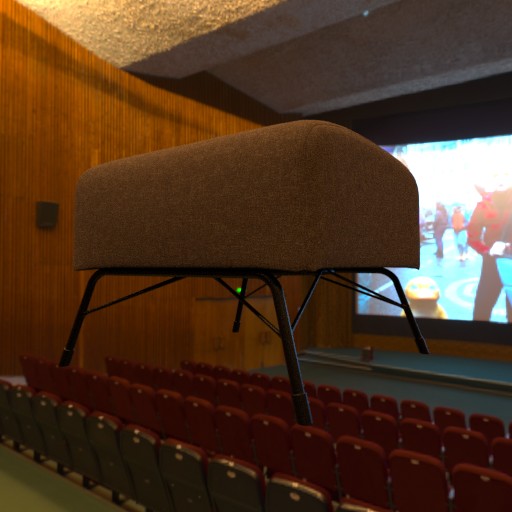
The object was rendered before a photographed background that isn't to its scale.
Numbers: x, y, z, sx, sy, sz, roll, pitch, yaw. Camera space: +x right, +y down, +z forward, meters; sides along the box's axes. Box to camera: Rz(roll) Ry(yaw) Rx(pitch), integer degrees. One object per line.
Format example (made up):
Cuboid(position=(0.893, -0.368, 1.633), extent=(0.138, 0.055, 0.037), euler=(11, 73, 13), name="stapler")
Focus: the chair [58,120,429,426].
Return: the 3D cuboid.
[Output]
Cuboid(position=(0.000, 0.000, 0.885), extent=(0.530, 0.410, 0.530), euler=(-1, -1, 36), name="chair")
